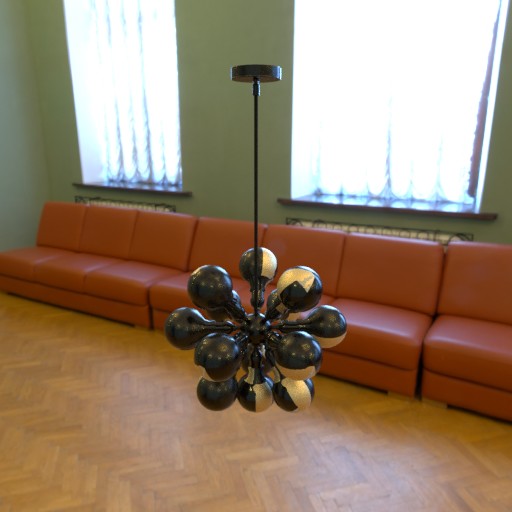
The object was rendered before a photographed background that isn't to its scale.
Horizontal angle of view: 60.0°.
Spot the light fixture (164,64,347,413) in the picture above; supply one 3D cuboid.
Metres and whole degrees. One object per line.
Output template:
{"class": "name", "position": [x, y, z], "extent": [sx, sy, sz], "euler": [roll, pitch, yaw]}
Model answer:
{"class": "light fixture", "position": [0.000, 0.000, 1.090], "extent": [0.420, 0.859, 0.468], "euler": [8, 17, 27]}
